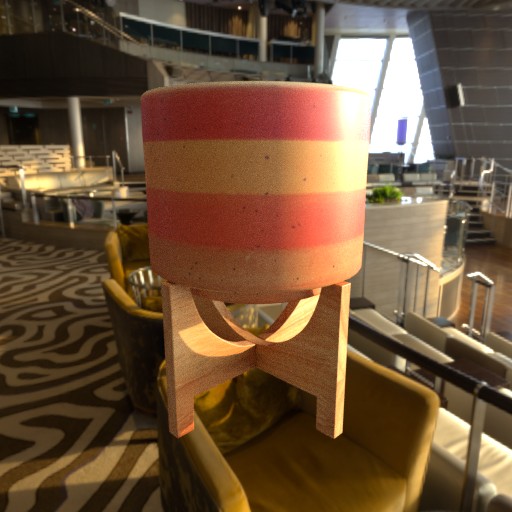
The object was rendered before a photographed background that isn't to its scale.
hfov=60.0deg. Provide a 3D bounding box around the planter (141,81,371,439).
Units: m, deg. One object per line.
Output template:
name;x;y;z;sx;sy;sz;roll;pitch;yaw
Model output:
planter;0.000;0.000;0.555;0.269;0.379;0.269;0;14;0
